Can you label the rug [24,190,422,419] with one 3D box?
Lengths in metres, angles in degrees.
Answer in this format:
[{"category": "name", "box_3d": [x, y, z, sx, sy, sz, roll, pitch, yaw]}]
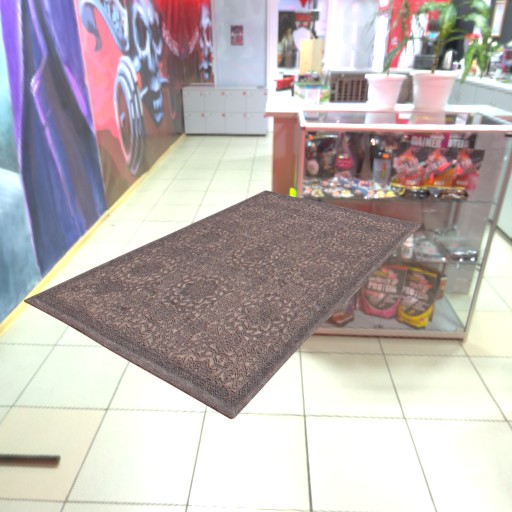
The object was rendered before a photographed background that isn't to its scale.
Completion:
[{"category": "rug", "box_3d": [0.000, 0.000, 3.072, 1.535, 0.022, 2.498, 17, 31, 31]}]
